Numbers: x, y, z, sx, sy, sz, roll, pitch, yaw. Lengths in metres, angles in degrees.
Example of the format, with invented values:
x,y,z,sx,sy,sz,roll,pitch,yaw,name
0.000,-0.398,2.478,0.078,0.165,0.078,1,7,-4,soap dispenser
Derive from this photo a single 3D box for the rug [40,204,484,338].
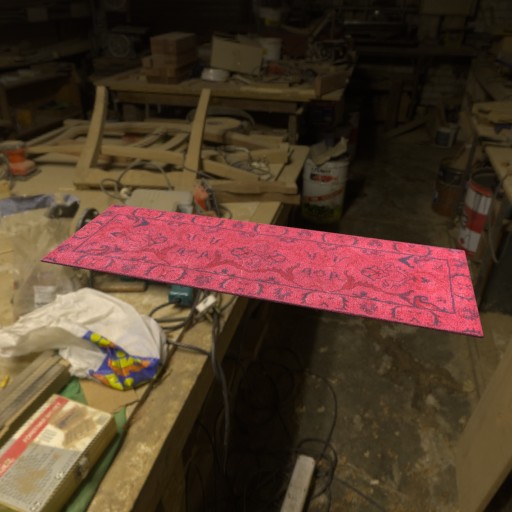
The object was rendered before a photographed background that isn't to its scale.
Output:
x,y,z,sx,sy,sz,roll,pitch,yaw,name
0.000,0.000,2.679,2.439,0.018,0.813,9,33,14,rug
